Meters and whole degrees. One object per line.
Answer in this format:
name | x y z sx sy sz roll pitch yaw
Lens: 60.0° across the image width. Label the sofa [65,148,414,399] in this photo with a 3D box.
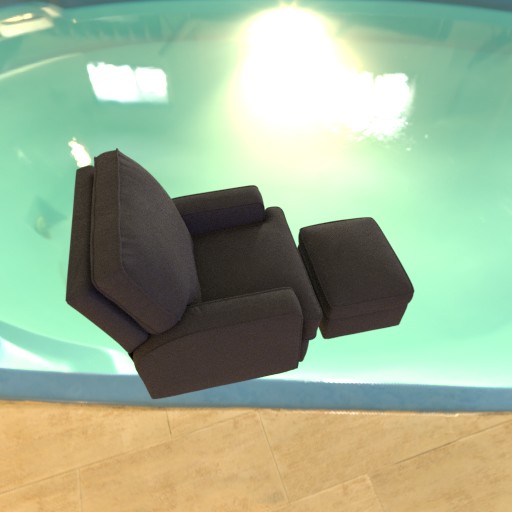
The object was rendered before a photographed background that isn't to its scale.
sofa | 0.000 0.000 2.094 1.472 0.959 0.861 -9 49 -8
